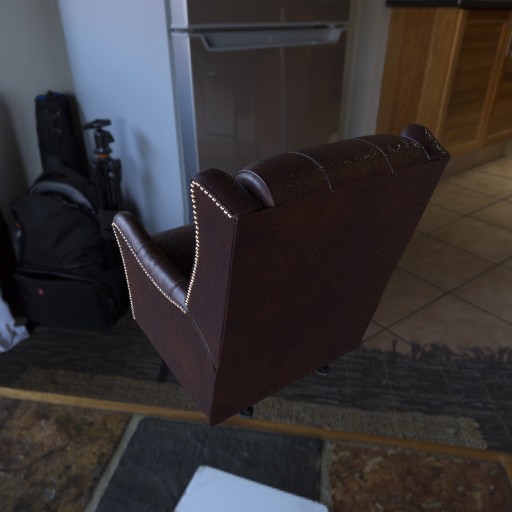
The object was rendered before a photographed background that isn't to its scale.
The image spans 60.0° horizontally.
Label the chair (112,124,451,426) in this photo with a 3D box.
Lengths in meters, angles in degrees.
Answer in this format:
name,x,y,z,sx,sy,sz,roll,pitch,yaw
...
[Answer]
name,x,y,z,sx,sy,sz,roll,pitch,yaw
chair,0.000,0.000,1.787,0.869,1.084,1.008,-19,35,-29
